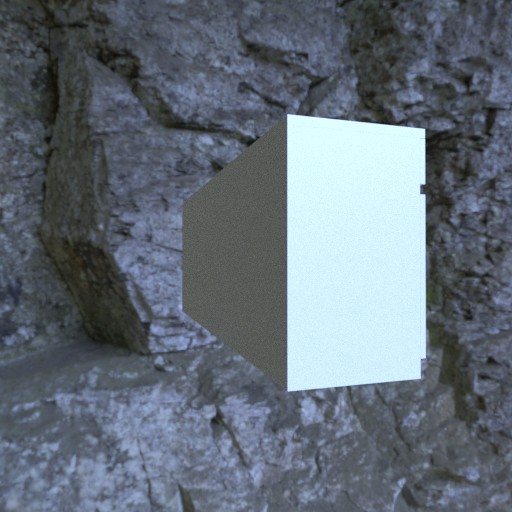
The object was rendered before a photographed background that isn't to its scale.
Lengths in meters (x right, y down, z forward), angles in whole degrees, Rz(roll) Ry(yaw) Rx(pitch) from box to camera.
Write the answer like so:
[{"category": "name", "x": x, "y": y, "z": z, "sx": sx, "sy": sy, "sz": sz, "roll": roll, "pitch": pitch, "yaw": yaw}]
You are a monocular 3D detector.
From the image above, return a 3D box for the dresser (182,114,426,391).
[{"category": "dresser", "x": 0.000, "y": 0.000, "z": 2.466, "sx": 0.500, "sy": 0.840, "sz": 2.200, "roll": 0, "pitch": -1, "yaw": -18}]
